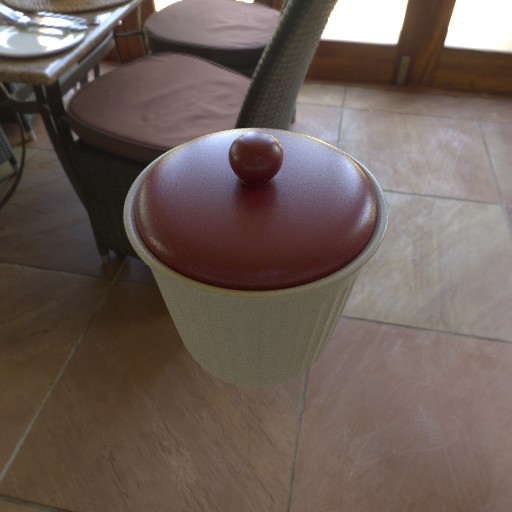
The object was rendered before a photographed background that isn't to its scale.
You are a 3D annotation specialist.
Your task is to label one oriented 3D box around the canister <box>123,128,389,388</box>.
[{"bbox_3d":[0.000,0.000,0.350,0.181,0.211,0.181,0,46,0],"label":"canister"}]
